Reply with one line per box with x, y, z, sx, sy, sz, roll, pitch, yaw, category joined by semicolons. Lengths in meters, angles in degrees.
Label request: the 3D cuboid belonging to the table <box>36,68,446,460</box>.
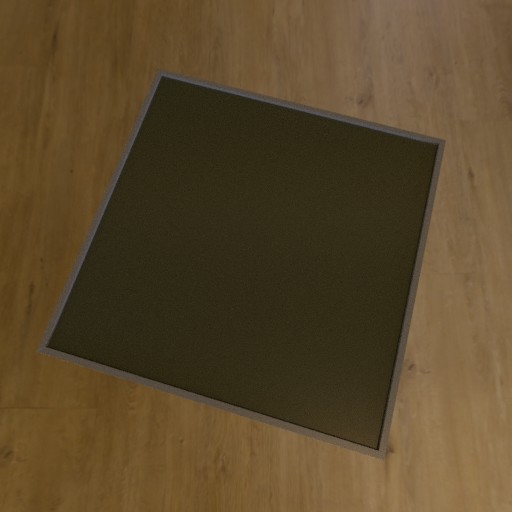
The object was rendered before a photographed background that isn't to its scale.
0.000;0.000;1.224;0.801;0.299;0.801;16;74;5;table
